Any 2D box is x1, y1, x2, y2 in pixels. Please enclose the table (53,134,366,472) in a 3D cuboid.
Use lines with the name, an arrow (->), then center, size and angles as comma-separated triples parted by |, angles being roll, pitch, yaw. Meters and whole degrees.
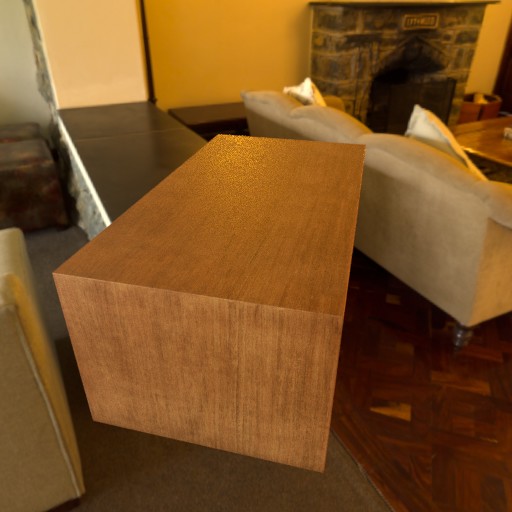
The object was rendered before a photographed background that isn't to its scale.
table -> 0.000, 0.000, 1.309 | 0.549, 0.419, 1.000 | 7, 31, 12
